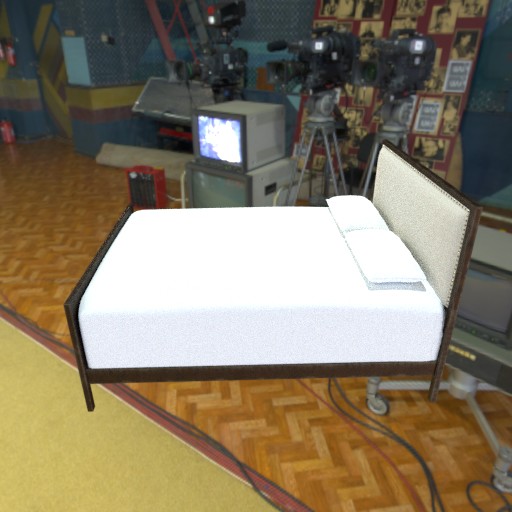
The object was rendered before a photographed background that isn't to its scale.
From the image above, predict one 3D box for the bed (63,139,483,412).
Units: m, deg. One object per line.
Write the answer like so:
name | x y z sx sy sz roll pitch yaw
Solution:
bed | 0.000 0.000 3.196 2.221 1.313 1.607 -1 27 -2
